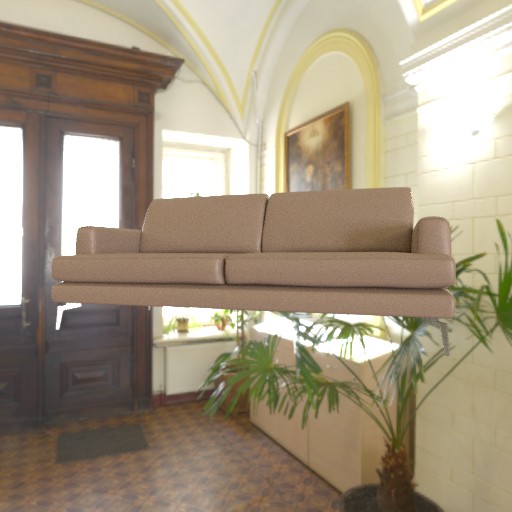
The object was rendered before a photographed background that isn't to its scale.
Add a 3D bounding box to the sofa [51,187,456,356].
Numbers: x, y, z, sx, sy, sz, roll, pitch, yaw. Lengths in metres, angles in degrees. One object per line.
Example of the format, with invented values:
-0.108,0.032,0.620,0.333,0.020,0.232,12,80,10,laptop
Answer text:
0.000,0.000,2.439,1.940,0.765,0.974,0,0,19,sofa
